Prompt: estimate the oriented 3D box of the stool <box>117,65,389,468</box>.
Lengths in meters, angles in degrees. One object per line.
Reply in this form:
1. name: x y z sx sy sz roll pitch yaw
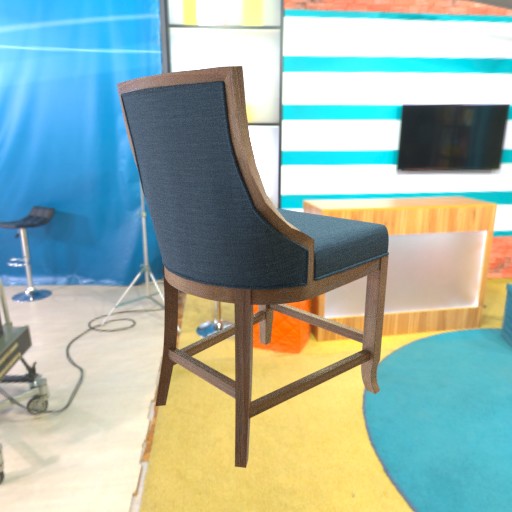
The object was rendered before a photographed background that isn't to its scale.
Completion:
1. stool: 0.000 0.000 1.291 0.626 0.938 0.524 -15 21 -43
